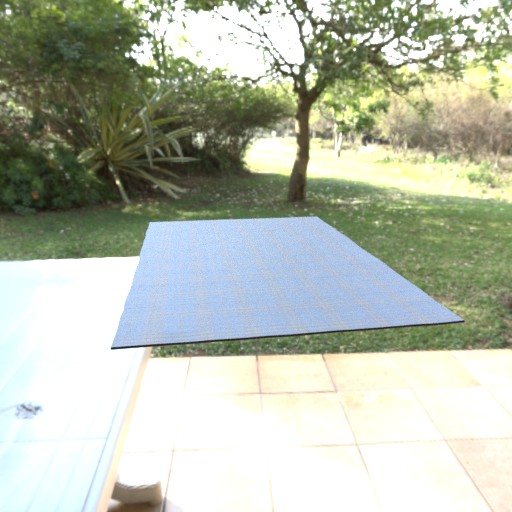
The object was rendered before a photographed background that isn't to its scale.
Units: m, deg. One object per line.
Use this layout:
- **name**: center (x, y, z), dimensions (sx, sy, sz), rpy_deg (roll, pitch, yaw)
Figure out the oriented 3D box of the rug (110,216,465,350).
- **rug**: center (0.000, 0.000, 2.351), dimensions (1.231, 0.012, 1.835), rpy_deg (-3, 17, -9)
